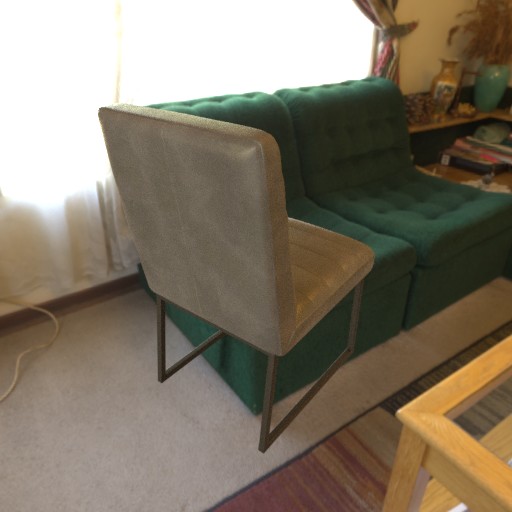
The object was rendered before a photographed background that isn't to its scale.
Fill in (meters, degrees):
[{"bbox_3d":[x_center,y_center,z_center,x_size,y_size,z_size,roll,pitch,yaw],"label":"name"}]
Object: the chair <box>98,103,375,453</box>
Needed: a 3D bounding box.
[{"bbox_3d":[0.000,0.000,1.357,0.520,0.930,0.634,21,36,33],"label":"chair"}]
